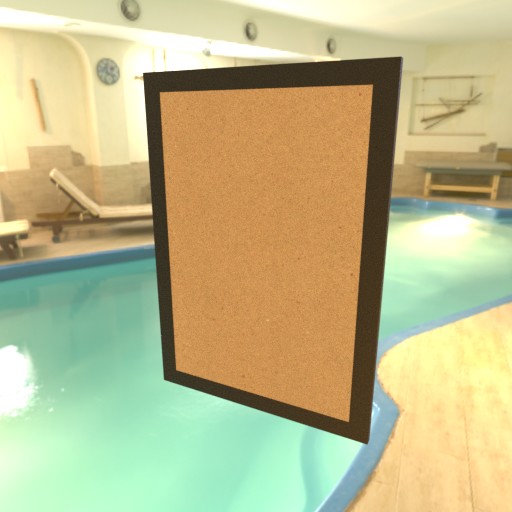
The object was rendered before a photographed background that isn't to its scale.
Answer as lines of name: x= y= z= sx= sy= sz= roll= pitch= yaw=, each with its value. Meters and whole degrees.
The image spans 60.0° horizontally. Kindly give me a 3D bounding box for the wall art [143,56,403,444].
wall art: x=0.000 y=0.000 z=0.673 sx=0.381 sy=0.534 sz=0.013 roll=8 pitch=19 yaw=26
